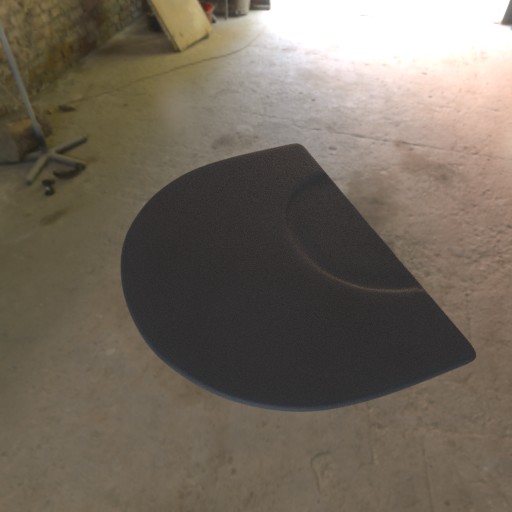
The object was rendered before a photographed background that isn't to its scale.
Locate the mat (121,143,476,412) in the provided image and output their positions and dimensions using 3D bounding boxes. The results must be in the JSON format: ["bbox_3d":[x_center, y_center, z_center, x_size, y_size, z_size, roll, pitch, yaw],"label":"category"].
[{"bbox_3d":[0.000,0.000,1.545,0.917,0.016,1.220,-16,48,-15],"label":"mat"}]
